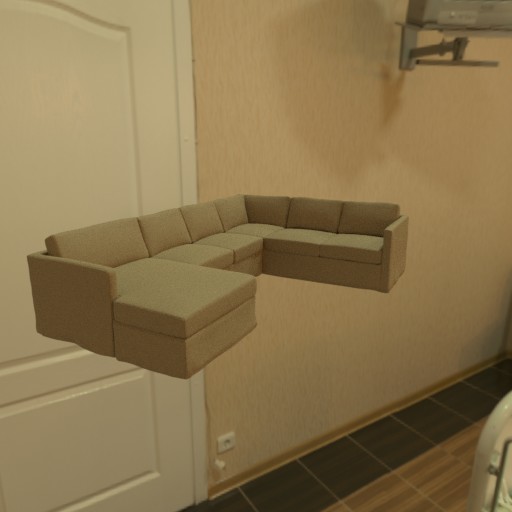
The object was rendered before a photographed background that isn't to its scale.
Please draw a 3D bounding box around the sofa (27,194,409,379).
[{"bbox_3d":[0.000,0.000,4.616,2.476,0.878,3.528,8,17,27],"label":"sofa"}]
